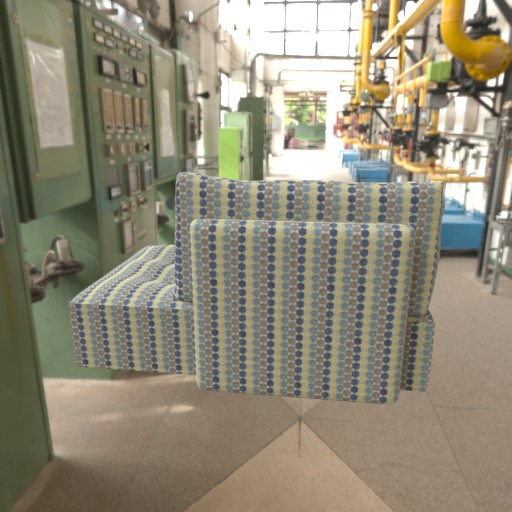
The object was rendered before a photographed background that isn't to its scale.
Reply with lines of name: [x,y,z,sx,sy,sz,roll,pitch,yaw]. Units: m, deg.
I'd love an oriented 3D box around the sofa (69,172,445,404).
sofa: [0.000,0.000,2.039,1.450,0.820,1.000,2,16,7]
